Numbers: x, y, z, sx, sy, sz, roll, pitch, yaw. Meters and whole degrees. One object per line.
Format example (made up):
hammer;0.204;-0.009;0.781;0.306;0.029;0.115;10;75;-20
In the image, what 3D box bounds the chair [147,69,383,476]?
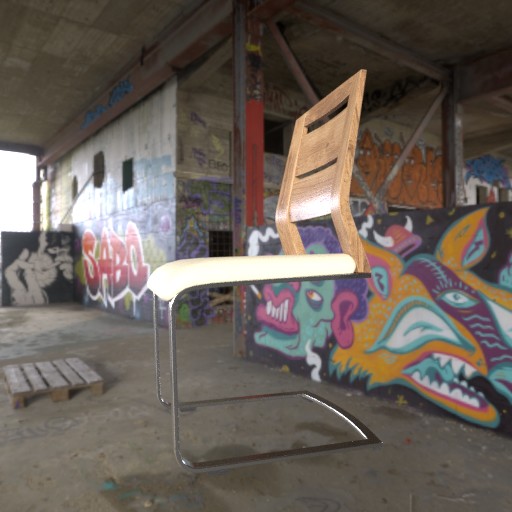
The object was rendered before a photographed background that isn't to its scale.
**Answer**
chair;0.000;0.000;1.224;0.561;0.955;0.457;0;-1;-18
